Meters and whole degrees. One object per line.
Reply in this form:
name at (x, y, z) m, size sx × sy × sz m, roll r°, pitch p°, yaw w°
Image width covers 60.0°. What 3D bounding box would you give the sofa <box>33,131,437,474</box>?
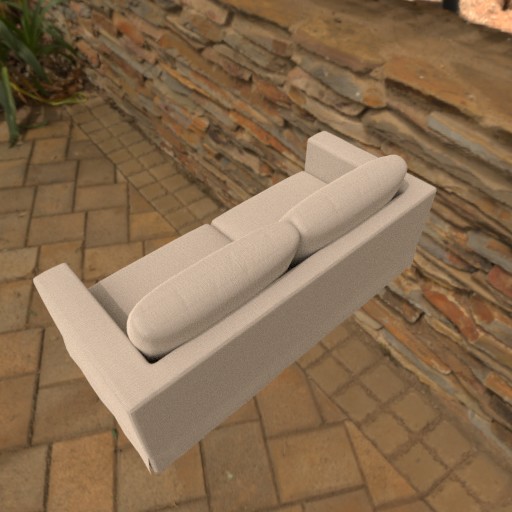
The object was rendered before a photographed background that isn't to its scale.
sofa at (0.000, 0.000, 2.582) m, size 2.163 × 0.881 × 0.954 m, roll -32°, pitch 54°, yaw -28°
